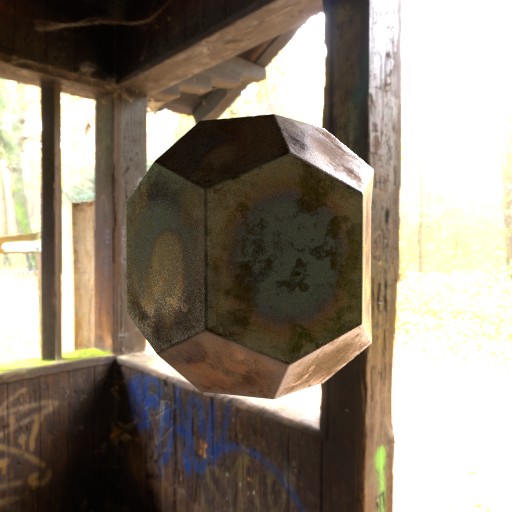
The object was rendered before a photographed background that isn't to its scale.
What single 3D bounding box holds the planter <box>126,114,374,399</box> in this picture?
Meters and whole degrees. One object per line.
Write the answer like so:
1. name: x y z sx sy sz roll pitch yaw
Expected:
1. planter: 0.000 0.000 0.433 0.221 0.238 0.243 0 1 17
